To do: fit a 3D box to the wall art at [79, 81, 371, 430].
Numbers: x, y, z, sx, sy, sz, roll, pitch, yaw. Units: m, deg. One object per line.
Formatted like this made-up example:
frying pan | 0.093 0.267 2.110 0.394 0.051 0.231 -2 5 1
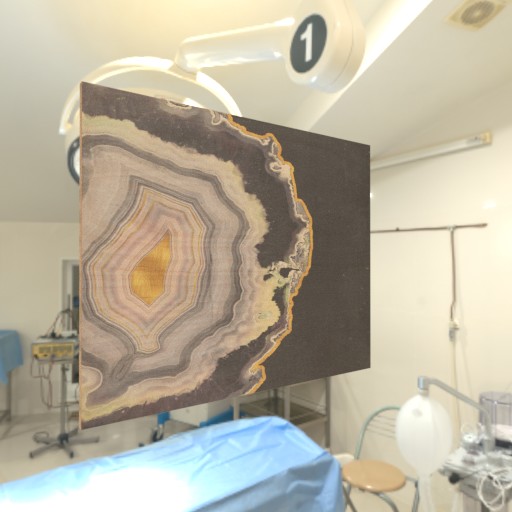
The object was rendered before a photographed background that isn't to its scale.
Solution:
wall art | 0.000 0.000 0.669 0.508 0.408 0.010 0 0 -35
